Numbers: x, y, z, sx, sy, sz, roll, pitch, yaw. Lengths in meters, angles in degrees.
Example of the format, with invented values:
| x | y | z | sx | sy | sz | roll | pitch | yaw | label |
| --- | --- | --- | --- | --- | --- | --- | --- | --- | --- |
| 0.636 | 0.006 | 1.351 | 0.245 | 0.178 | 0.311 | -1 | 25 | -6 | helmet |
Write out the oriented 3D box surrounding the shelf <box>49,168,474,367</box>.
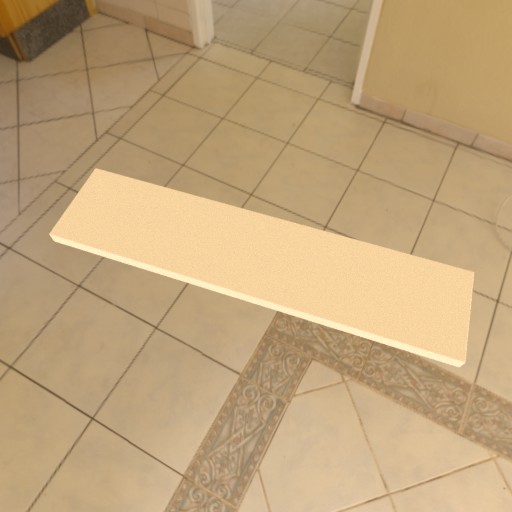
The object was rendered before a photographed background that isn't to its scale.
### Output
| x | y | z | sx | sy | sz | roll | pitch | yaw | label |
| --- | --- | --- | --- | --- | --- | --- | --- | --- | --- |
| 0.000 | 0.000 | 0.657 | 0.610 | 0.020 | 0.140 | 16 | 60 | 10 | shelf |
